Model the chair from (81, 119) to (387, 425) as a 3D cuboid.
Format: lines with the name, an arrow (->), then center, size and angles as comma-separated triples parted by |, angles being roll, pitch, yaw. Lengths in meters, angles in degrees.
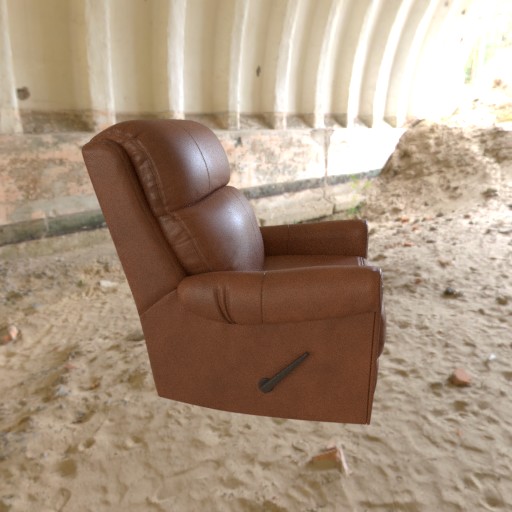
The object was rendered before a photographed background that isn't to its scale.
chair -> 0.000, 0.000, 1.785 | 1.014, 1.054, 0.838 | 3, 17, 10
